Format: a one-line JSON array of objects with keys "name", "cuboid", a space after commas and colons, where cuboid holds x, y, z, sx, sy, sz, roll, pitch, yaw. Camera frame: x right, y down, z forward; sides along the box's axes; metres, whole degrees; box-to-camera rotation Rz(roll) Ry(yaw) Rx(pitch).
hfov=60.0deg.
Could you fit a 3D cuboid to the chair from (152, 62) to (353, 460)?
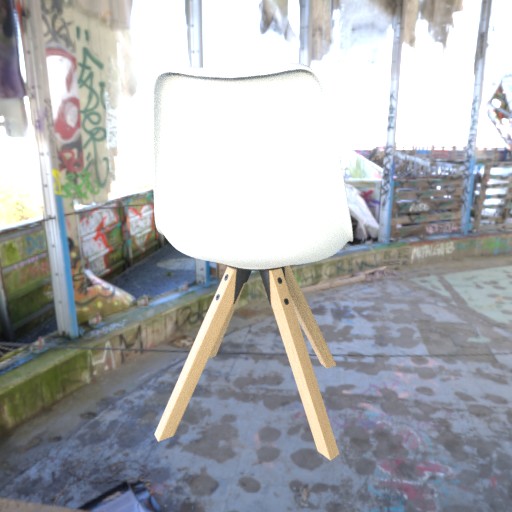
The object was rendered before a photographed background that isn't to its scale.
[{"name": "chair", "cuboid": [0.000, 0.000, 1.151, 0.485, 0.850, 0.550, 2, 15, 9]}]
